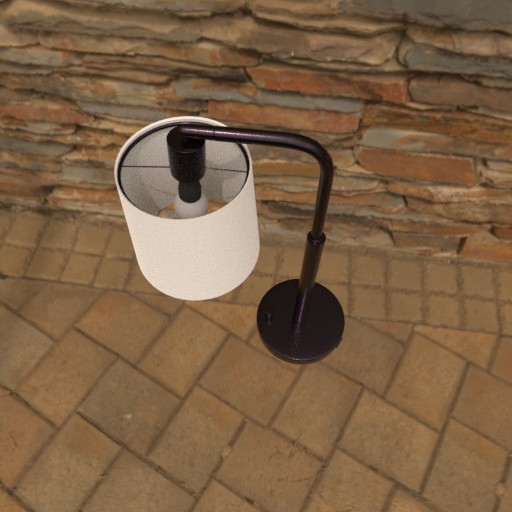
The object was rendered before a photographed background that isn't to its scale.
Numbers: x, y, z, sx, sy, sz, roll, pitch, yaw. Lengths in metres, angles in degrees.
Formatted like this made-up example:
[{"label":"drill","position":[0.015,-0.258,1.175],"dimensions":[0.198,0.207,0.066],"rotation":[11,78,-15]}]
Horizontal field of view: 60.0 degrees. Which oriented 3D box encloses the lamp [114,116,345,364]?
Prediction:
[{"label":"lamp","position":[0.000,0.000,0.641],"dimensions":[0.333,0.489,0.171],"rotation":[2,59,1]}]
